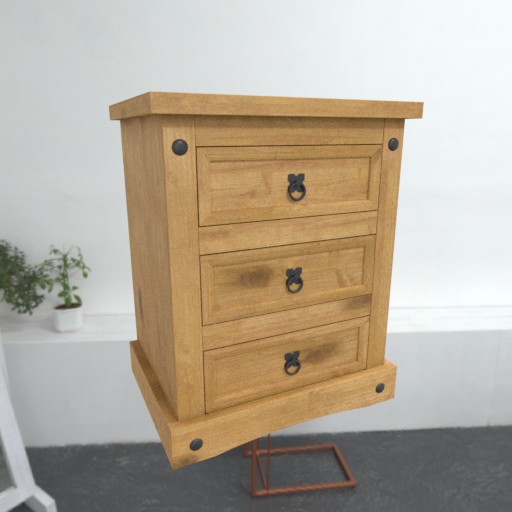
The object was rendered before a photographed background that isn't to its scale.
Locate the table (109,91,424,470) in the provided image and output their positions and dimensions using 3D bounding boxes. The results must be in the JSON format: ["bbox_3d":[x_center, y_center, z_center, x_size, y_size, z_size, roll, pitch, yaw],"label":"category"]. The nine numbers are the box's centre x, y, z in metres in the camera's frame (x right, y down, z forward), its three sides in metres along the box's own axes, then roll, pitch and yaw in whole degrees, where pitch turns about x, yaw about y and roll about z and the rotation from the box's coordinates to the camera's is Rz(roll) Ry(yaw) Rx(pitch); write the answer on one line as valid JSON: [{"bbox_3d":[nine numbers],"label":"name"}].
[{"bbox_3d":[0.000,0.000,1.251,0.660,0.813,0.500,-7,17,-25],"label":"table"}]
